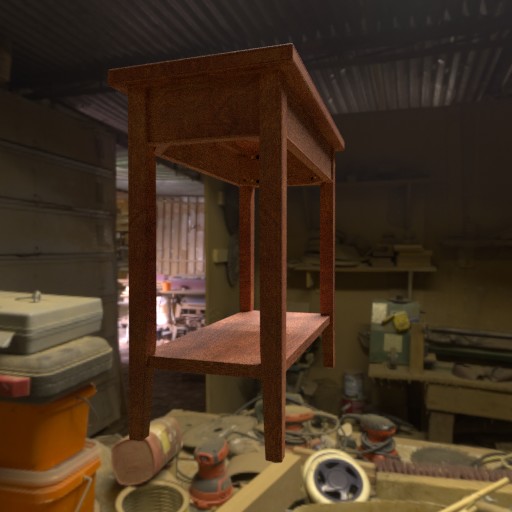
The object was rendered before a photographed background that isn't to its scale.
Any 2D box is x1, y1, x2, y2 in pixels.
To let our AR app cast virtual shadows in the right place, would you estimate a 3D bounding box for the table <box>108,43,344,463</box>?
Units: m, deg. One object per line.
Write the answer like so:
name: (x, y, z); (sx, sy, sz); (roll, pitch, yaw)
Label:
table: (0.000, 0.000, 0.961); (0.305, 0.610, 0.610); (0, 1, 18)
